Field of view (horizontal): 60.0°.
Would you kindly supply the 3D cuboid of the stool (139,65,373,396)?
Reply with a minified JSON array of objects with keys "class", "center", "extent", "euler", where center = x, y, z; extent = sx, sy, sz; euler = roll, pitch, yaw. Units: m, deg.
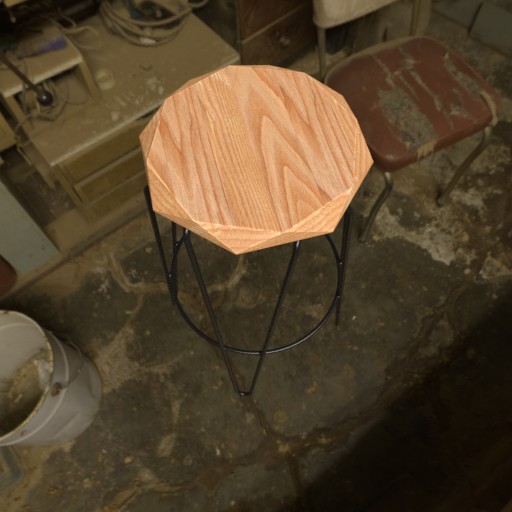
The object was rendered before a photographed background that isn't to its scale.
[{"class":"stool","center":[0.000,0.000,0.790],"extent":[0.326,0.610,0.326],"euler":[-34,69,-15]}]
